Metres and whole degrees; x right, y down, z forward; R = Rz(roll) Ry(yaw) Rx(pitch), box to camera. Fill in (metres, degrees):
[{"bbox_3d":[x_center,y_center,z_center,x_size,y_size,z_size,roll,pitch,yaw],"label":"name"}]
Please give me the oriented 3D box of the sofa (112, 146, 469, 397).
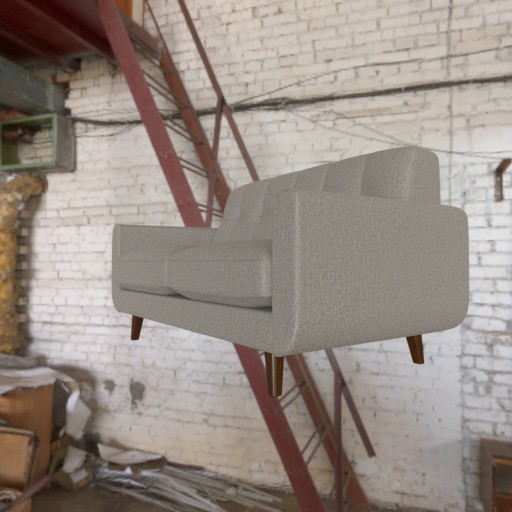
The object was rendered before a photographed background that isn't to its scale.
[{"bbox_3d":[0.000,0.000,2.179,0.952,0.925,1.651,1,-1,-36],"label":"sofa"}]
